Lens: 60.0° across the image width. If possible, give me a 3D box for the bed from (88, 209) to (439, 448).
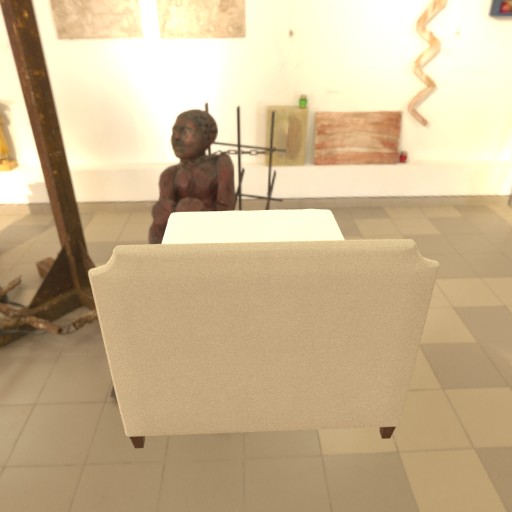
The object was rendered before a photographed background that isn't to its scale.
[{"bbox_3d":[0.000,0.000,3.429,1.713,1.443,2.372,-1,30,-2],"label":"bed"}]
